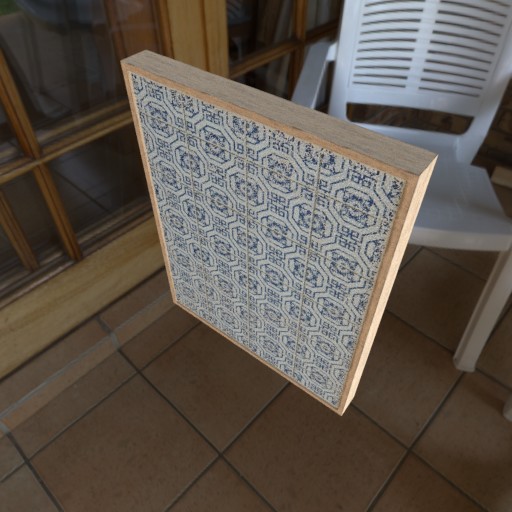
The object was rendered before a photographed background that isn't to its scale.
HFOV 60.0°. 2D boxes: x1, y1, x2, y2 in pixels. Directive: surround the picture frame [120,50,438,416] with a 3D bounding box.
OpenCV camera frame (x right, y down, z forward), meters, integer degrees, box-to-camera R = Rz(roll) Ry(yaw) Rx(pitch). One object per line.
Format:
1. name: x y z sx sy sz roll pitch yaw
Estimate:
1. picture frame: 0.000 0.000 0.706 0.421 0.526 0.046 29 53 25
